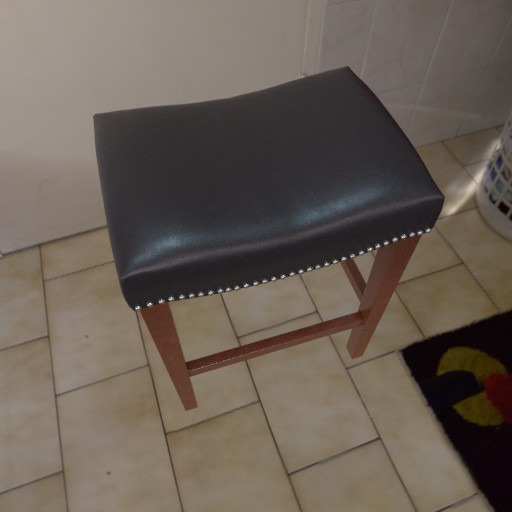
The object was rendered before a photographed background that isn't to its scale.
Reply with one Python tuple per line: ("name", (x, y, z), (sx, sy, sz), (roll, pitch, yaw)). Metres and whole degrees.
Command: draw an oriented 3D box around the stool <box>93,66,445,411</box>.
("stool", (0.000, 0.000, 0.969), (0.504, 0.654, 0.372), (-15, 57, -10))
